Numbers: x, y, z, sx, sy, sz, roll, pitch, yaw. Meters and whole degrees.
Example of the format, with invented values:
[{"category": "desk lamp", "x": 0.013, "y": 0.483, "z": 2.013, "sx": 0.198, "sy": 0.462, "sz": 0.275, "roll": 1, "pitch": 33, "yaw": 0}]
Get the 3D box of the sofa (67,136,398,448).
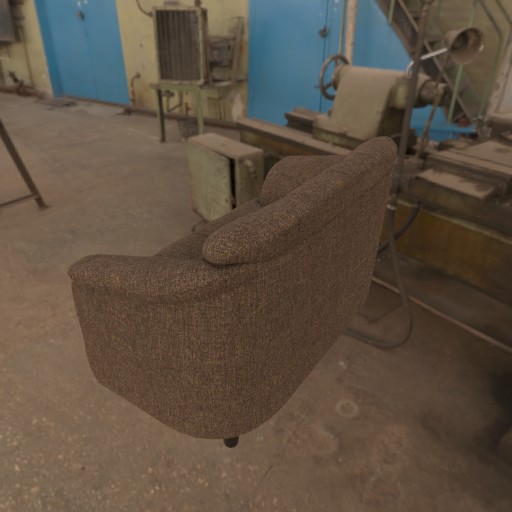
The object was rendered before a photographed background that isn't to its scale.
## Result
[{"category": "sofa", "x": 0.000, "y": 0.000, "z": 1.895, "sx": 0.799, "sy": 0.895, "sz": 1.404, "roll": 19, "pitch": 35, "yaw": 29}]
